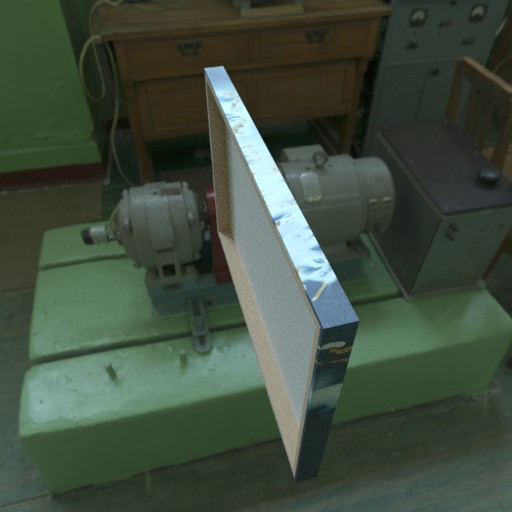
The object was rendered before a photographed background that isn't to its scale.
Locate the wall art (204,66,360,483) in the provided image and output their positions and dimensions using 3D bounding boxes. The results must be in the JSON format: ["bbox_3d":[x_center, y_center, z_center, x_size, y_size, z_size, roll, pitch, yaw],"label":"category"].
[{"bbox_3d":[0.000,0.000,0.758,0.036,0.405,0.607,-11,46,-11],"label":"wall art"}]
